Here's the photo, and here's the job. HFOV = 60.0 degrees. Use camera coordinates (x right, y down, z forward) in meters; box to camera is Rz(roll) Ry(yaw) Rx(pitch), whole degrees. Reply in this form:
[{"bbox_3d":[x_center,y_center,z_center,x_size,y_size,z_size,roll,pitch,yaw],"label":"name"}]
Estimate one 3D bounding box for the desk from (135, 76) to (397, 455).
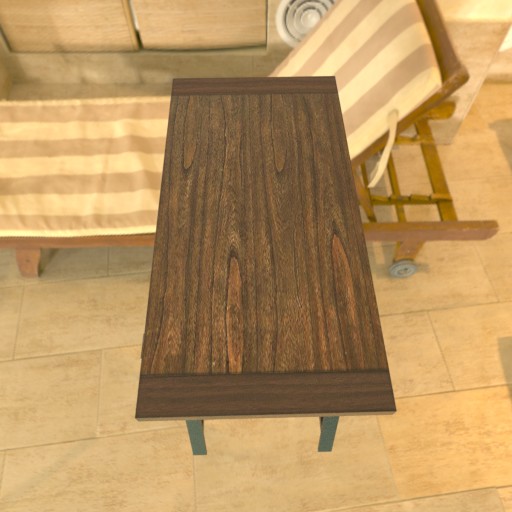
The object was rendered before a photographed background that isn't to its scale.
[{"bbox_3d":[0.000,0.000,1.993,0.784,0.725,1.543,-1,59,-1],"label":"desk"}]
